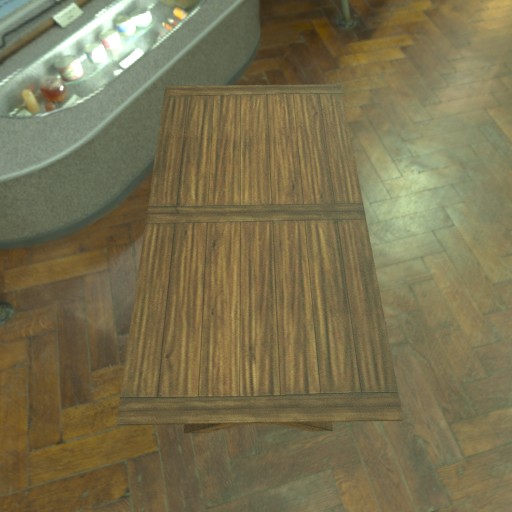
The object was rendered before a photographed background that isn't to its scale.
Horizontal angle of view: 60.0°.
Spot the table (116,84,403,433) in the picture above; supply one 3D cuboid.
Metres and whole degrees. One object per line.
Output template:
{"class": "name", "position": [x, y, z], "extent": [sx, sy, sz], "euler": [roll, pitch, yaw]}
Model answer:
{"class": "table", "position": [0.000, 0.000, 2.512], "extent": [1.071, 0.793, 1.966], "euler": [-1, 58, 0]}
